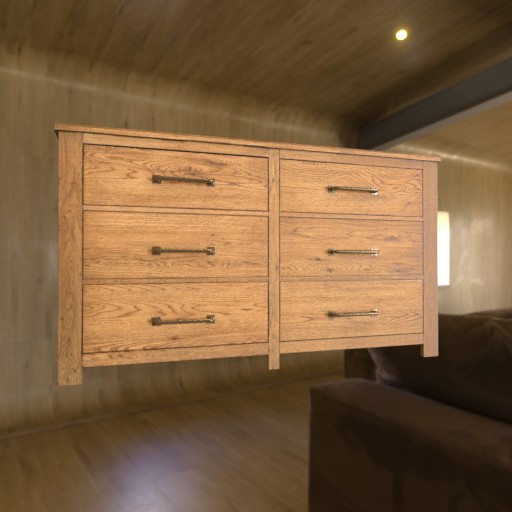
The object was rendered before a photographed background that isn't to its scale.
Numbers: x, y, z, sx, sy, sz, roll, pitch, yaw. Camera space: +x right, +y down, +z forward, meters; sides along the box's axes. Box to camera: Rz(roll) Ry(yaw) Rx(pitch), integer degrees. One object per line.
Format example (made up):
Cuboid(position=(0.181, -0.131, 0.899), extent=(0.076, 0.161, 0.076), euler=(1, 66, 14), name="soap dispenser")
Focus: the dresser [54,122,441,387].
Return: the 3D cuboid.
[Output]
Cuboid(position=(0.000, 0.000, 2.046), extent=(1.657, 0.932, 0.563), euler=(0, -1, -18), name="dresser")
